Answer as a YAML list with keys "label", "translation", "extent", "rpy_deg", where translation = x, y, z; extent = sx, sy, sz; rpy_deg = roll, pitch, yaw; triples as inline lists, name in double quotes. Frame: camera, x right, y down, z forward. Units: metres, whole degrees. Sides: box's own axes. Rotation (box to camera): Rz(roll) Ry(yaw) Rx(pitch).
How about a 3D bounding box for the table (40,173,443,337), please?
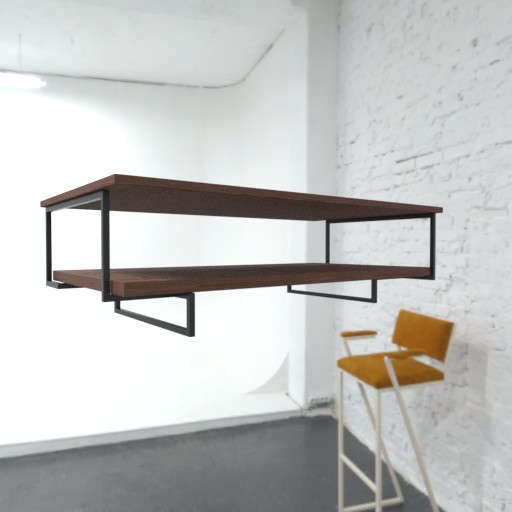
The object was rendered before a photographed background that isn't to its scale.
- label: "table"
  translation: [0.000, 0.000, 1.491]
  extent: [1.197, 0.347, 0.651]
  rpy_deg: [-1, 1, -38]
